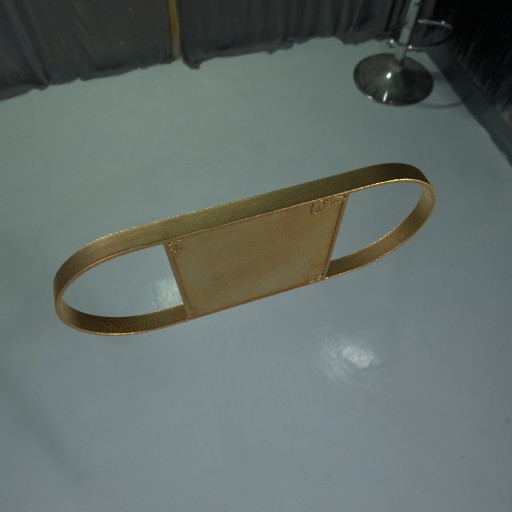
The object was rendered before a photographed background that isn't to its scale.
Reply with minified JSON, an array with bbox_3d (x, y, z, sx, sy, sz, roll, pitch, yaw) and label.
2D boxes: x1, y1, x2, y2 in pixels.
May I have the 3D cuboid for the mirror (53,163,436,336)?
[{"bbox_3d":[0.000,0.000,0.675,0.584,0.254,0.032,-16,61,-9],"label":"mirror"}]
